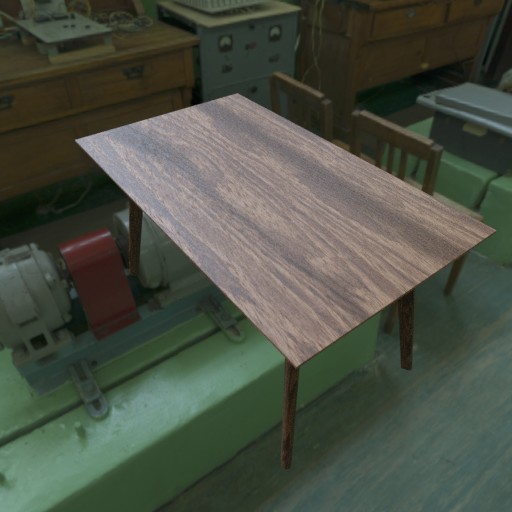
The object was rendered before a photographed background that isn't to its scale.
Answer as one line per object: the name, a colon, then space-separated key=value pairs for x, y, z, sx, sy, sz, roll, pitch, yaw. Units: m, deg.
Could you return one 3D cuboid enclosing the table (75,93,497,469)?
table: x=0.000 y=0.000 z=1.798 sx=0.801 sy=0.724 sz=1.349 roll=-27 pitch=48 yaw=-27
